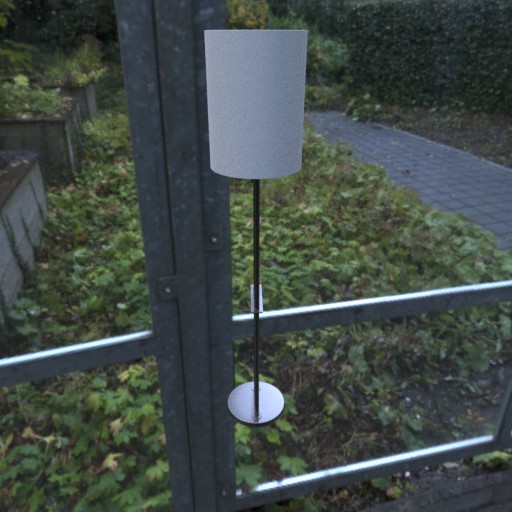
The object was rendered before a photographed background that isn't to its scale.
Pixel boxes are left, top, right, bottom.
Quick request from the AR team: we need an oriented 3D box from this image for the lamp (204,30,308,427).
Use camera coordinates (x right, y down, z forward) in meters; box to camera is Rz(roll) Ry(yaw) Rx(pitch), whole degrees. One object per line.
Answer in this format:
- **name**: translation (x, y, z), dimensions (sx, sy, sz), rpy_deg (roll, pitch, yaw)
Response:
- **lamp**: translation (0.000, 0.000, 1.654), dimensions (0.305, 1.500, 0.306), rpy_deg (0, 27, -1)
